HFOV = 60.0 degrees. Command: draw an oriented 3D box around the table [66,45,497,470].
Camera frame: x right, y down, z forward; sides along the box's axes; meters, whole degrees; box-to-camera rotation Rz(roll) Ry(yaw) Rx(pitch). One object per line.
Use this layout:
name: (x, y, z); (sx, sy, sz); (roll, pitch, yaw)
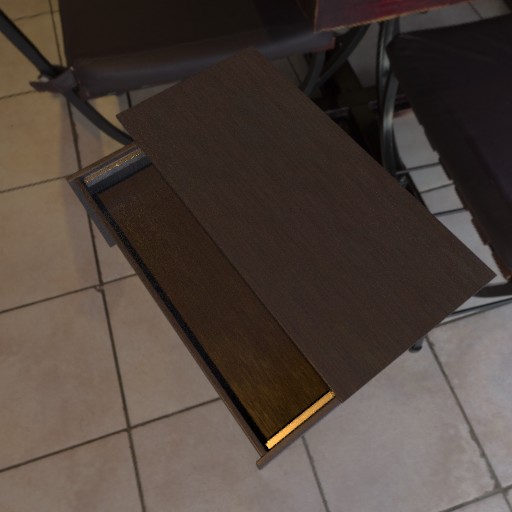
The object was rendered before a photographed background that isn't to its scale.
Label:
table: (0.000, 0.000, 1.408); (0.712, 0.570, 1.000); (-34, 69, -15)
